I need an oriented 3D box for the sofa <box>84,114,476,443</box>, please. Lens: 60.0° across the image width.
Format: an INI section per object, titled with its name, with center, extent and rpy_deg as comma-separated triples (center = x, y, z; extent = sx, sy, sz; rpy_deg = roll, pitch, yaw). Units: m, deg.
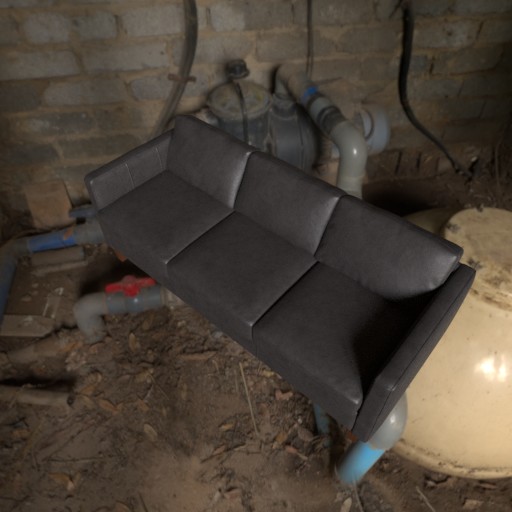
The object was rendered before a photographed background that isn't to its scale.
[sofa]
center = 0.000, 0.000, 3.010
extent = 2.464, 1.006, 1.045
rpy_deg = 32, 55, 27
